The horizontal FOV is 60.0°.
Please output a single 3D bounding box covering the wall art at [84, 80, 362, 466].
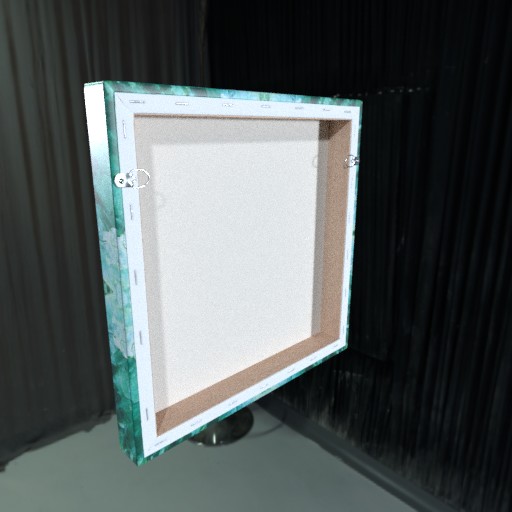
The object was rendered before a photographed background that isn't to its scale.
[{"bbox_3d":[0.000,0.000,0.454,0.313,0.313,0.033,-15,22,-42],"label":"wall art"}]
